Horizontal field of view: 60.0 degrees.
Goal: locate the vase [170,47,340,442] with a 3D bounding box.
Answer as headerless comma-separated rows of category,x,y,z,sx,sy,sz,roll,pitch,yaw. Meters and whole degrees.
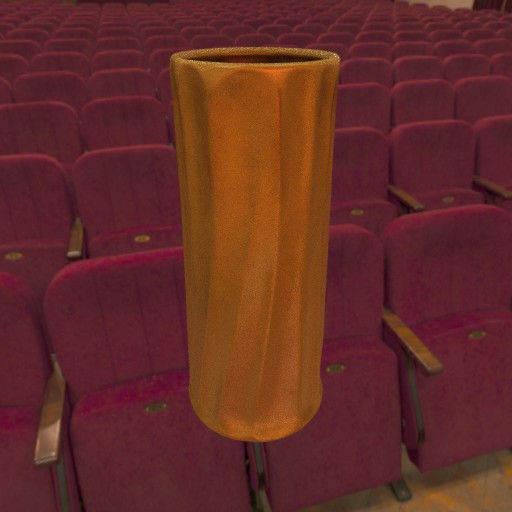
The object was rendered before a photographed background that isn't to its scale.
vase,0.000,0.000,0.171,0.061,0.143,0.061,0,30,0
